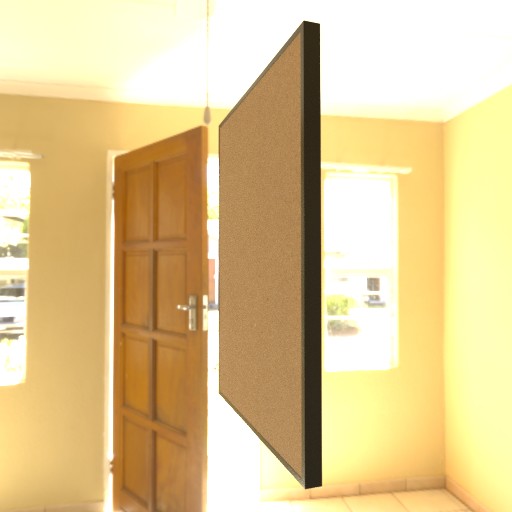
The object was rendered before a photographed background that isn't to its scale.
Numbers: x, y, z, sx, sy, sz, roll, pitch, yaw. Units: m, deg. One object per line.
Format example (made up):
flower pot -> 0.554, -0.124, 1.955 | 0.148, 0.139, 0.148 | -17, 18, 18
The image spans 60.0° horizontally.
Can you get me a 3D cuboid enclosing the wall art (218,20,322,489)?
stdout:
wall art -> 0.000, 0.000, 1.366 | 0.043, 1.046, 0.788 | 1, -2, -19
